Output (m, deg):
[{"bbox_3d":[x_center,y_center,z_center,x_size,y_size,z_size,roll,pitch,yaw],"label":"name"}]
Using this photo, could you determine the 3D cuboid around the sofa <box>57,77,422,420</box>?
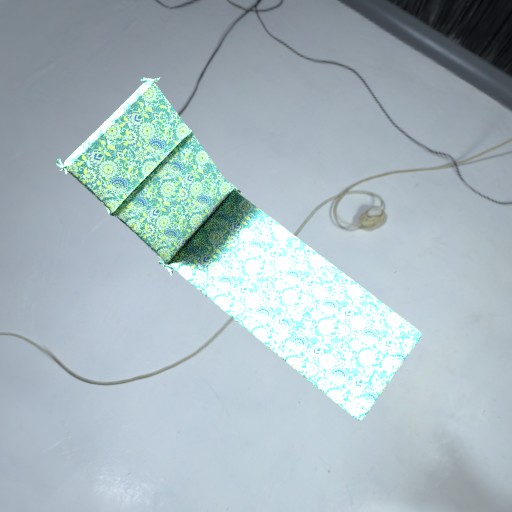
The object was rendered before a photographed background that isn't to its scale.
[{"bbox_3d":[0.000,0.000,1.975,1.663,0.622,0.582,38,78,9],"label":"sofa"}]
